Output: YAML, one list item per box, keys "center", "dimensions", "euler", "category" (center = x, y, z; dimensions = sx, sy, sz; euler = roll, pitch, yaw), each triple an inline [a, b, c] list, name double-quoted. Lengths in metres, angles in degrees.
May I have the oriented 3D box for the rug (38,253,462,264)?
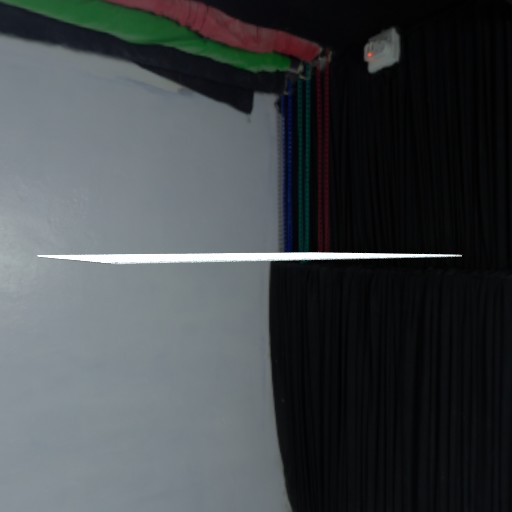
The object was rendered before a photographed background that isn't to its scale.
- center: [0.000, 0.000, 2.989]
  dimensions: [2.457, 0.009, 1.512]
  euler: [-1, 1, -36]
  category: "rug"
